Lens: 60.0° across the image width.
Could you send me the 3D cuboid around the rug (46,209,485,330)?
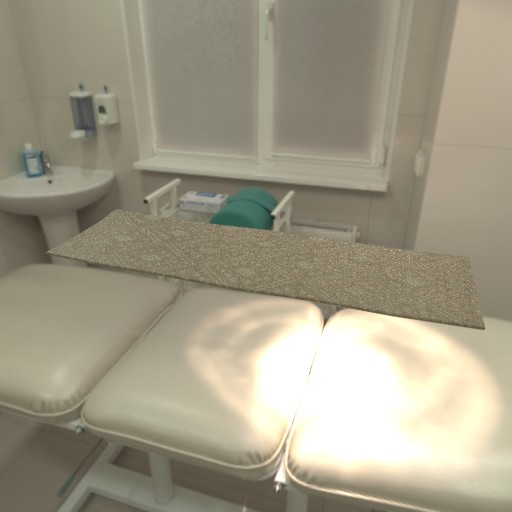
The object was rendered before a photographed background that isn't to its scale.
[{"bbox_3d":[0.000,0.000,2.681,2.452,0.051,0.752,8,28,16],"label":"rug"}]
